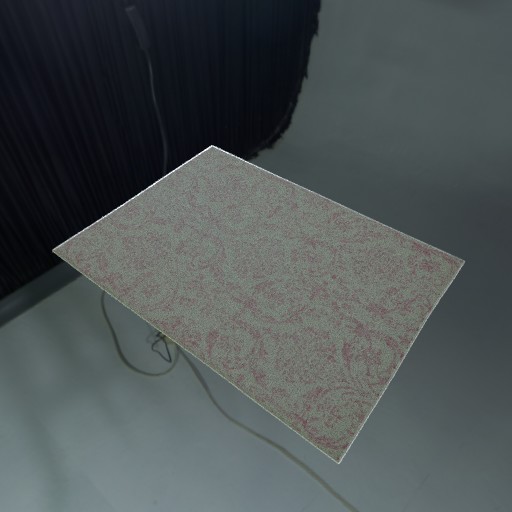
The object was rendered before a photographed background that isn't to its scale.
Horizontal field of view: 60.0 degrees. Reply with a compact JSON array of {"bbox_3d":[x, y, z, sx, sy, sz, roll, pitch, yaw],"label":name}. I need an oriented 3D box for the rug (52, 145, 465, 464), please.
[{"bbox_3d":[0.000,0.000,2.916,2.202,0.014,1.598,30,53,25],"label":"rug"}]
